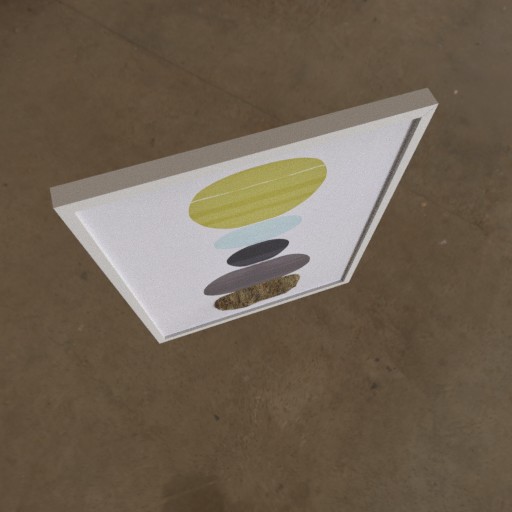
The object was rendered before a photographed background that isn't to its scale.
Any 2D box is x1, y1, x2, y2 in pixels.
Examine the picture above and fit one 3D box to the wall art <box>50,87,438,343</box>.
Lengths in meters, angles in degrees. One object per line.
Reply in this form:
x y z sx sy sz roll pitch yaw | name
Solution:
0.000 0.000 1.017 0.611 0.763 0.055 -17 66 -8 | wall art
